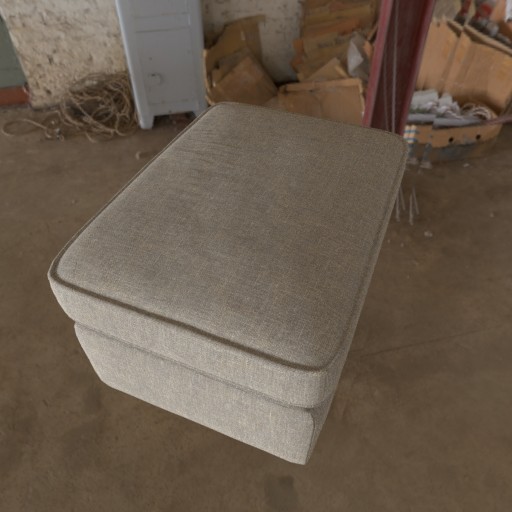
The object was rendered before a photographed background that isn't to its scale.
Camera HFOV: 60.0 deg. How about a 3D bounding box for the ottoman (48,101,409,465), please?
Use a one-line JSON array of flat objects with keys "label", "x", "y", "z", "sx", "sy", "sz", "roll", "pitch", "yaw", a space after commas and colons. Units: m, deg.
[{"label": "ottoman", "x": 0.000, "y": 0.000, "z": 1.086, "sx": 0.559, "sy": 0.457, "sz": 0.762, "roll": 16, "pitch": 48, "yaw": 15}]
